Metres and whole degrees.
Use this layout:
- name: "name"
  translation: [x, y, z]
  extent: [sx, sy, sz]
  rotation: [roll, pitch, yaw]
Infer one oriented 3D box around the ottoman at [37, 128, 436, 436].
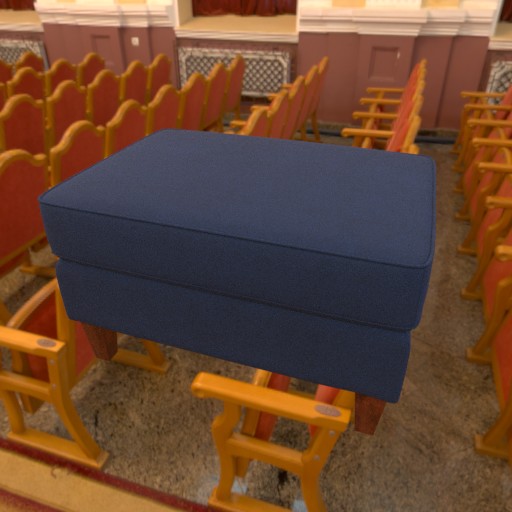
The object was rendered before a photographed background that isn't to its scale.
- name: "ottoman"
  translation: [0.000, 0.000, 1.363]
  extent: [0.965, 0.584, 0.686]
  rotation: [10, 34, 16]
